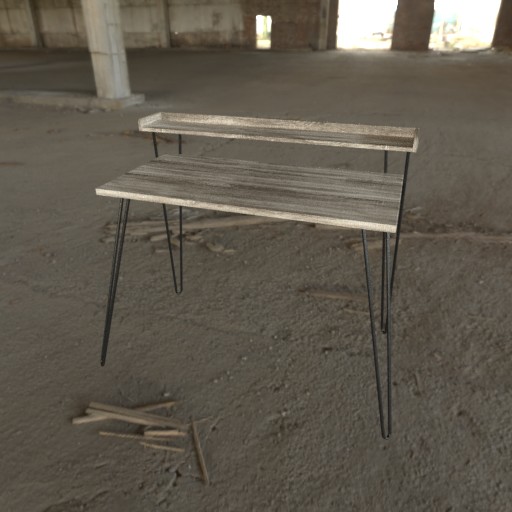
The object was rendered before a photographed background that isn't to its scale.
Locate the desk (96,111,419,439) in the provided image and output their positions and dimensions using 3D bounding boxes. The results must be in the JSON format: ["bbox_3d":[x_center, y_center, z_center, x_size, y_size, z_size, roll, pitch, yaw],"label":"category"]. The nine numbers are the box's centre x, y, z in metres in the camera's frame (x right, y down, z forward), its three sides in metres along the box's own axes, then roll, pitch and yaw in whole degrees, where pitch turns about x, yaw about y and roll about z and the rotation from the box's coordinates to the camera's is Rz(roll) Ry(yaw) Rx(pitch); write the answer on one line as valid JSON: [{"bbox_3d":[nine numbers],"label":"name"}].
[{"bbox_3d":[0.000,0.000,1.664,1.135,0.899,0.605,9,29,16],"label":"desk"}]
